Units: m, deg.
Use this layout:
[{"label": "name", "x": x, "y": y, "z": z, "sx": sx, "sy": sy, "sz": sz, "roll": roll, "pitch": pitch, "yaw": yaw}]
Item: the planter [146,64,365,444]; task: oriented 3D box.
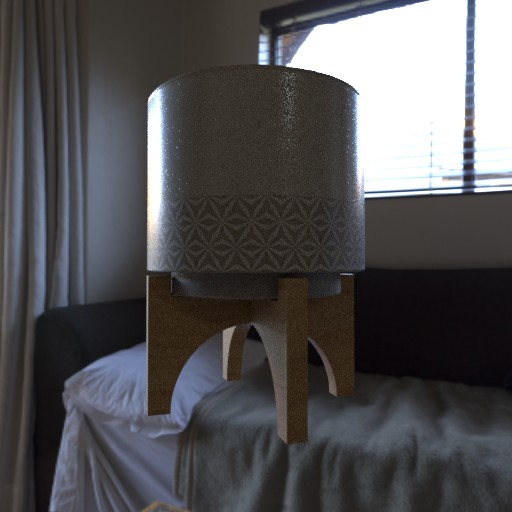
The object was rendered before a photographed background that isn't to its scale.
[{"label": "planter", "x": 0.000, "y": 0.000, "z": 0.521, "sx": 0.249, "sy": 0.343, "sz": 0.249, "roll": 0, "pitch": -1, "yaw": 0}]
